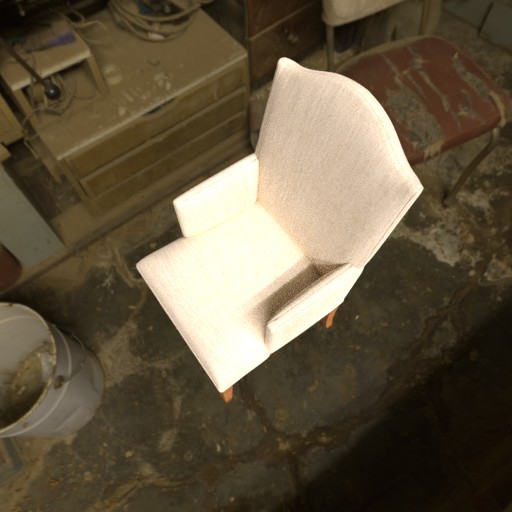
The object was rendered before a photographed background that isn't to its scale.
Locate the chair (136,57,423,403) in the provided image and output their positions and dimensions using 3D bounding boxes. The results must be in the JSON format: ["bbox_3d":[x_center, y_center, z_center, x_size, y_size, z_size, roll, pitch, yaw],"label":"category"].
[{"bbox_3d":[0.000,0.000,1.390,0.641,1.016,0.533,-33,69,-15],"label":"chair"}]
